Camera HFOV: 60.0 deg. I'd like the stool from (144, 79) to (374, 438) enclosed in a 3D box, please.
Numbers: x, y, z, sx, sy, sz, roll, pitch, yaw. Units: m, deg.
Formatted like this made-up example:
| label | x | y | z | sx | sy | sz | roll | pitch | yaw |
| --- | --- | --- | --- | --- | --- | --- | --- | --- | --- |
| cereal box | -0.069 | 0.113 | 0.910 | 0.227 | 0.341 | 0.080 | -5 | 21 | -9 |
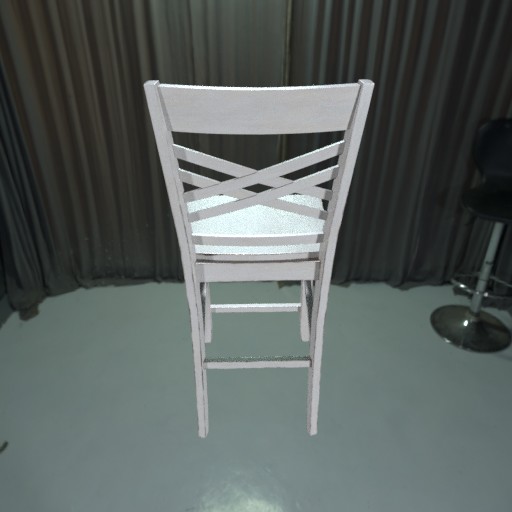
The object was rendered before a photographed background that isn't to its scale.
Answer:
| label | x | y | z | sx | sy | sz | roll | pitch | yaw |
| --- | --- | --- | --- | --- | --- | --- | --- | --- | --- |
| stool | 0.000 | 0.000 | 1.368 | 0.462 | 1.079 | 0.539 | -1 | 29 | -1 |
